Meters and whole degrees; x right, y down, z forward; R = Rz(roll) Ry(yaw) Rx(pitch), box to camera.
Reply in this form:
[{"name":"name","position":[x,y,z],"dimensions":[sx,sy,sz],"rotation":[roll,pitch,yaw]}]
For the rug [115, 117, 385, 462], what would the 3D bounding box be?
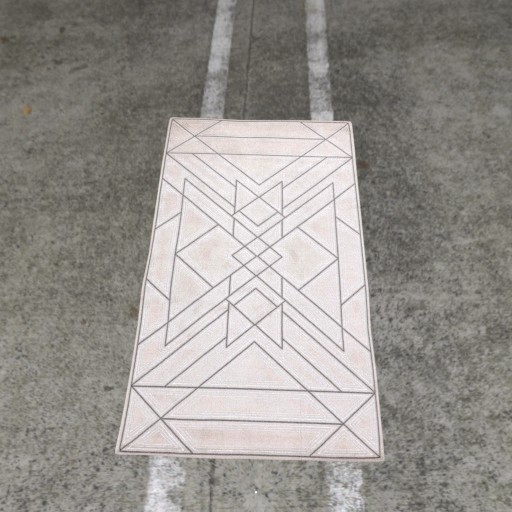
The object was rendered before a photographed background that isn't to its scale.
[{"name":"rug","position":[0.000,0.000,1.039],"dimensions":[0.511,0.008,0.869],"rotation":[1,62,1]}]
